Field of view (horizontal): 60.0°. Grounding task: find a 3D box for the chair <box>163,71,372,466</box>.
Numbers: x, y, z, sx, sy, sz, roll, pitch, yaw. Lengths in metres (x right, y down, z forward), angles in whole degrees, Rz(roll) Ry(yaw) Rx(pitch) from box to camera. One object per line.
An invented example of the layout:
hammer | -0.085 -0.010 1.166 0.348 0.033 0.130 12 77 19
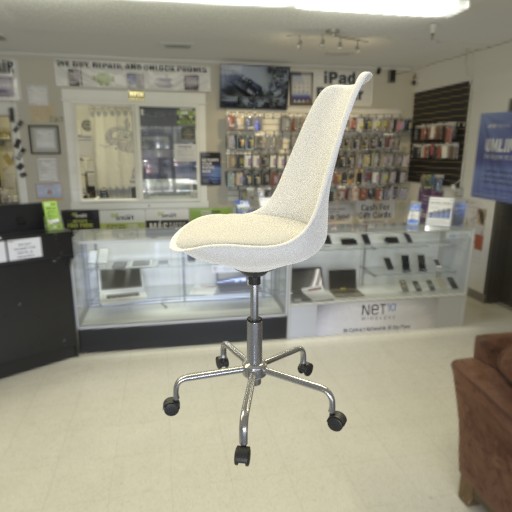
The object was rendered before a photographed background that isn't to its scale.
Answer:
chair | 0.000 0.000 1.229 0.550 0.930 0.550 -2 14 -9
